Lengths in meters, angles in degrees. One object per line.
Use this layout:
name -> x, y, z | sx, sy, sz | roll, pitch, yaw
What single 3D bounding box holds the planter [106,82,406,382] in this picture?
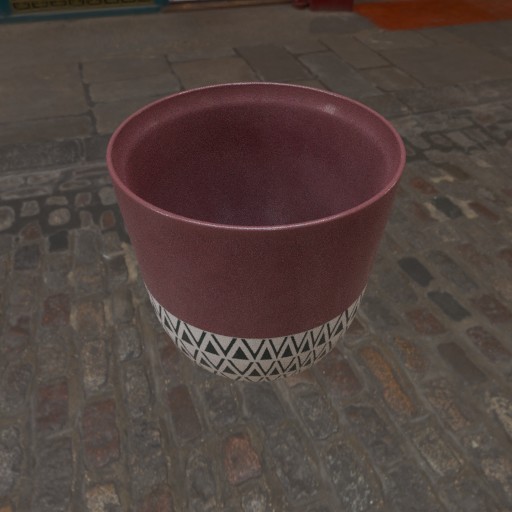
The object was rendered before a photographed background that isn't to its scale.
planter -> 0.000, 0.000, 0.368 | 0.195, 0.214, 0.195 | 0, 42, 0
